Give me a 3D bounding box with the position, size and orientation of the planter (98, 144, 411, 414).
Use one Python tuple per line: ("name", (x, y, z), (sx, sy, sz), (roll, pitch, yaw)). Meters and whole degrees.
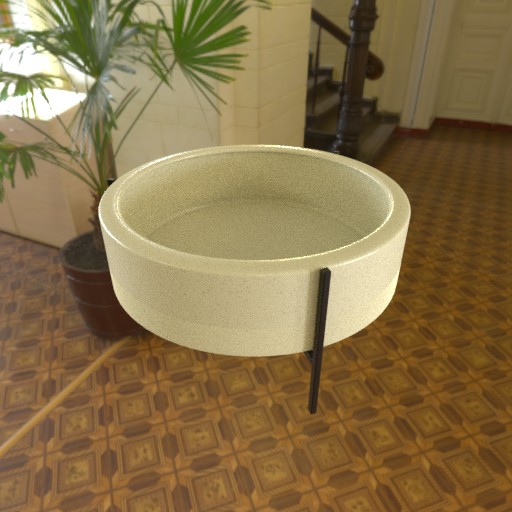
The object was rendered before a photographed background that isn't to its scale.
("planter", (0.000, 0.000, 0.536), (0.336, 0.171, 0.345), (-10, 33, -17))
